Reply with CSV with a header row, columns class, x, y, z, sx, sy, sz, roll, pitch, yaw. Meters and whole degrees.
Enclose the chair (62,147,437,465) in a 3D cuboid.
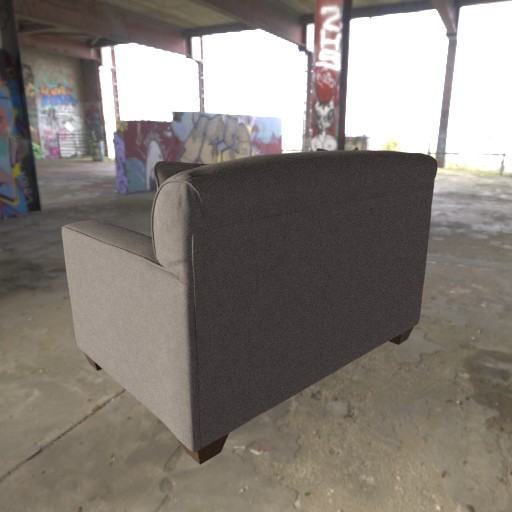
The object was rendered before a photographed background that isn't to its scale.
class,x,y,z,sx,sy,sz,roll,pitch,yaw
chair,0.000,0.000,2.003,1.395,0.953,0.992,-14,21,-41
